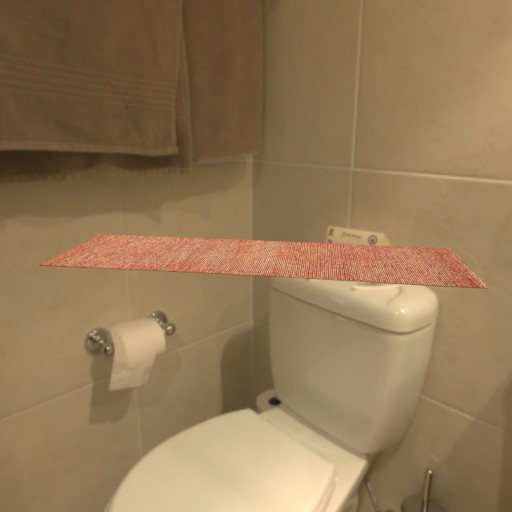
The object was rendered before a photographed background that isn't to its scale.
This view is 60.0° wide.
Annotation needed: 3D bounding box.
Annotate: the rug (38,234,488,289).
[{"bbox_3d":[0.000,0.000,2.608,2.353,0.013,0.718,3,17,9],"label":"rug"}]
